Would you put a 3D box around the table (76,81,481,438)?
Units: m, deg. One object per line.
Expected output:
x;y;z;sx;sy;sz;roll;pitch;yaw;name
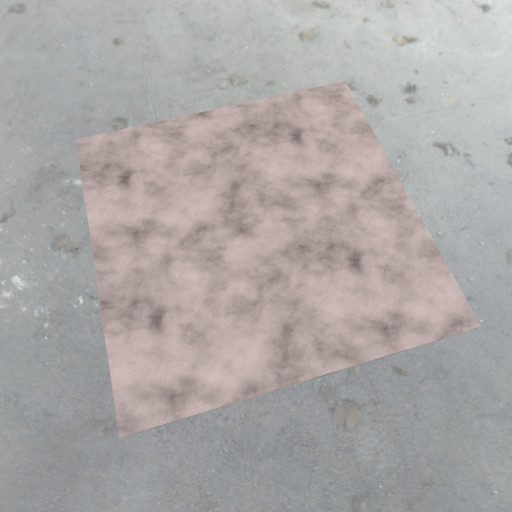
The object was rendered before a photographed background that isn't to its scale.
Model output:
0.000;0.000;1.058;0.670;0.305;0.670;-15;64;-8;table
